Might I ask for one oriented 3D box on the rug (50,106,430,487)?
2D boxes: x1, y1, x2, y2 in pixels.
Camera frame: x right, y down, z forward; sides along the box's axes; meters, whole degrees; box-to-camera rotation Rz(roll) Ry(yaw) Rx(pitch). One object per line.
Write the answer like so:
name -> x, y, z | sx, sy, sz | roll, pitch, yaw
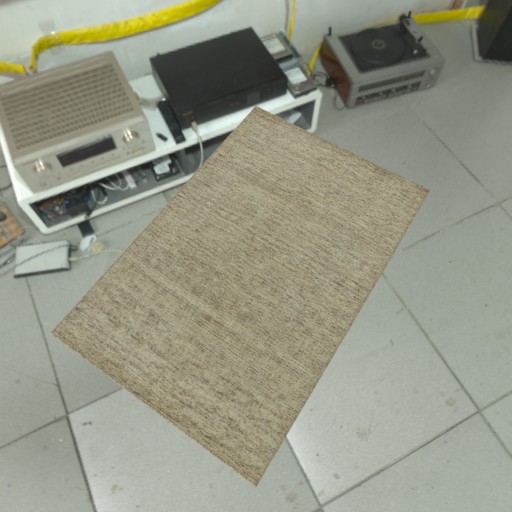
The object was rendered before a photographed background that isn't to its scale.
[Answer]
rug -> 0.000, 0.000, 2.364 | 1.211, 0.018, 1.822 | 30, 67, 15
